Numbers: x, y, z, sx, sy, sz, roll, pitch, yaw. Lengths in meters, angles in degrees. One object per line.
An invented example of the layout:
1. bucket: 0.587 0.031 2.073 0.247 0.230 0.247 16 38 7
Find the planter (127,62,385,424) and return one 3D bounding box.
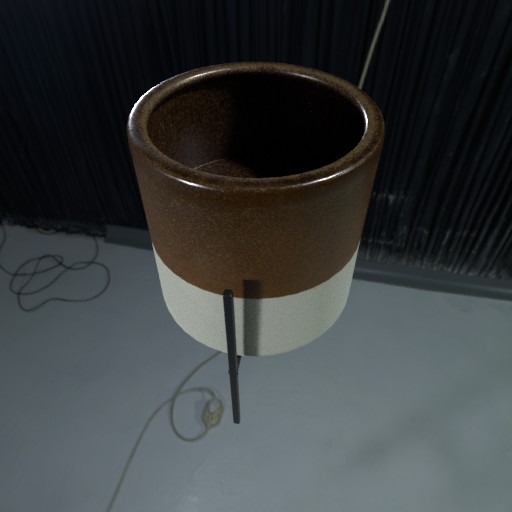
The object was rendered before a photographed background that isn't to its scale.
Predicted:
1. planter: 0.000 0.000 0.554 0.255 0.375 0.269 7 46 6
